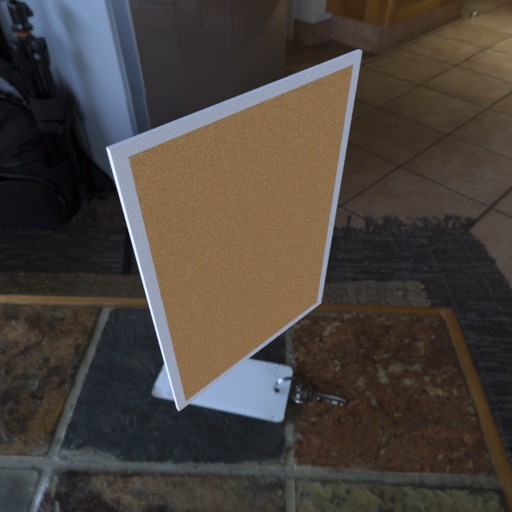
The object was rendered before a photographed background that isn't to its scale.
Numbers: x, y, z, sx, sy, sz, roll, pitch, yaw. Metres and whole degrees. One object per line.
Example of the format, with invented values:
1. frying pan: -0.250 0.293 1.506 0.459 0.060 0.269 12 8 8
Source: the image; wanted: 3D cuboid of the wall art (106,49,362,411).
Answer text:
1. wall art: 0.000 0.000 1.224 0.659 0.940 0.013 -32 53 -28
